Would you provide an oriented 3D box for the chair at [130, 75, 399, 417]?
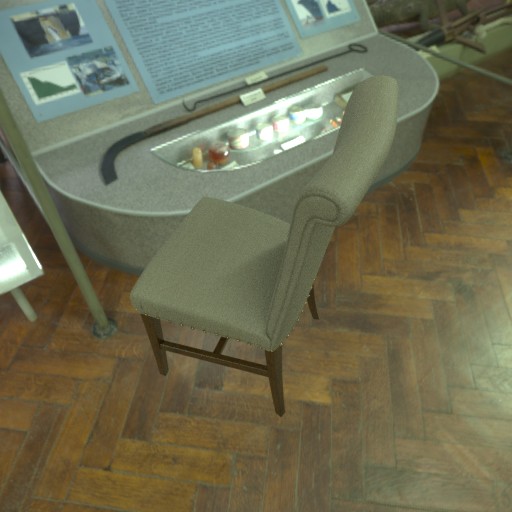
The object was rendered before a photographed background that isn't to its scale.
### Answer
[{"bbox_3d":[0.000,0.000,1.334,0.608,0.988,0.513,16,49,15],"label":"chair"}]
